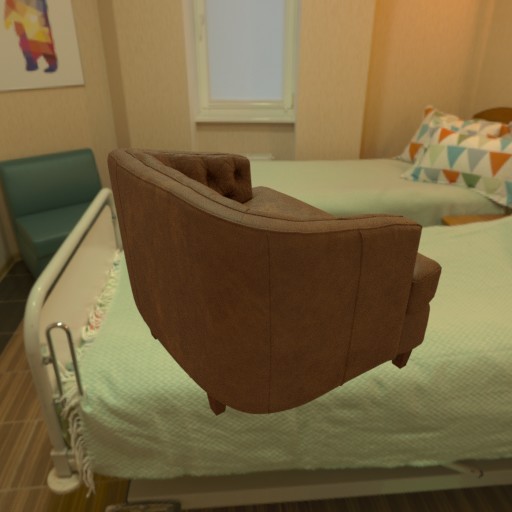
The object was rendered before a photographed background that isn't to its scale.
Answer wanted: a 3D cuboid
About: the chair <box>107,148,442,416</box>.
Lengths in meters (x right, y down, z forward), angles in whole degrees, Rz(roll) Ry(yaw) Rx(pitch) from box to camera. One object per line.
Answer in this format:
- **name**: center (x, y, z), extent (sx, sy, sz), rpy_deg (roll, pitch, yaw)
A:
- **chair**: center (0.000, 0.000, 1.782), extent (0.911, 0.836, 1.119), rpy_deg (-18, 32, -31)
